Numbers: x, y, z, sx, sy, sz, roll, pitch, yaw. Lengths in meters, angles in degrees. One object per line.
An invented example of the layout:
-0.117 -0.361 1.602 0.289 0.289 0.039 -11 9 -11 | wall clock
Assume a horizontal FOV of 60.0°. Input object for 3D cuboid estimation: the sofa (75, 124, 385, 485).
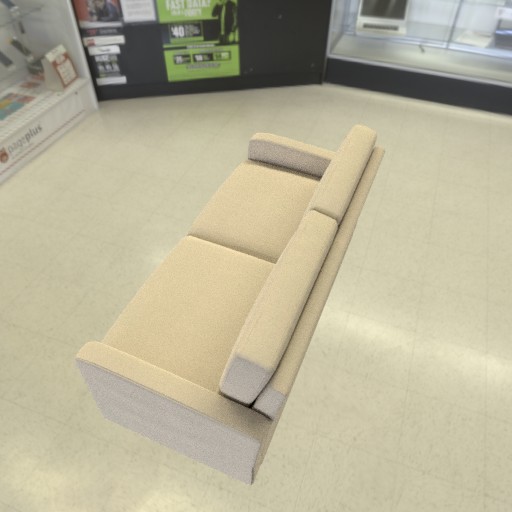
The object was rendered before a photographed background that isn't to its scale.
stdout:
0.000 0.000 2.279 0.894 0.831 1.808 17 49 16 | sofa
